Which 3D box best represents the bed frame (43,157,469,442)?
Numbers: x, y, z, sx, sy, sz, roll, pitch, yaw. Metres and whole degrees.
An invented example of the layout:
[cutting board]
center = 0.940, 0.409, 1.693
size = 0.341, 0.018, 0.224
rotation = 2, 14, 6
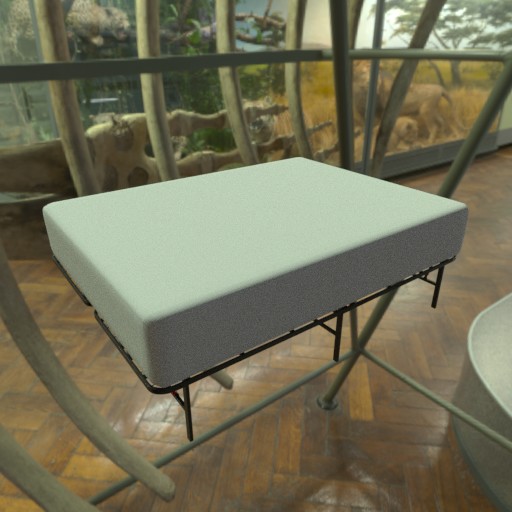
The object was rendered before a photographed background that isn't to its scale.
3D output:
[bed frame]
center = 0.000, 0.000, 2.725
size = 2.037, 0.677, 1.528
rotation = -18, 31, -32
